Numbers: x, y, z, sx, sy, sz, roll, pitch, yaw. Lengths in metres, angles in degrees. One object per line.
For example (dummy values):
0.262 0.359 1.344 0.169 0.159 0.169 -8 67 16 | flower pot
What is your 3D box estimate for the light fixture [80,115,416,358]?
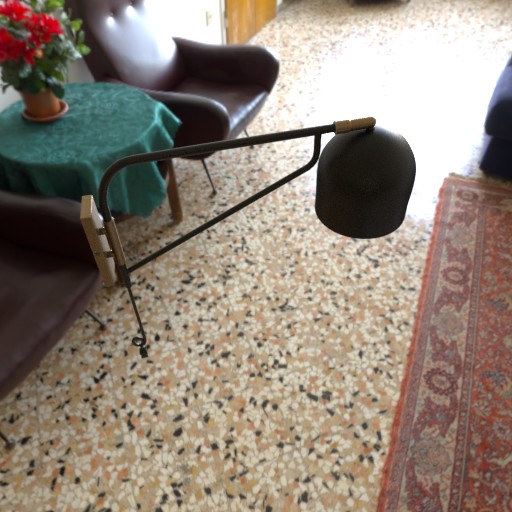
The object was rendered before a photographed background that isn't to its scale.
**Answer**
0.000 0.000 1.102 0.720 0.696 0.215 -9 46 -9 | light fixture
